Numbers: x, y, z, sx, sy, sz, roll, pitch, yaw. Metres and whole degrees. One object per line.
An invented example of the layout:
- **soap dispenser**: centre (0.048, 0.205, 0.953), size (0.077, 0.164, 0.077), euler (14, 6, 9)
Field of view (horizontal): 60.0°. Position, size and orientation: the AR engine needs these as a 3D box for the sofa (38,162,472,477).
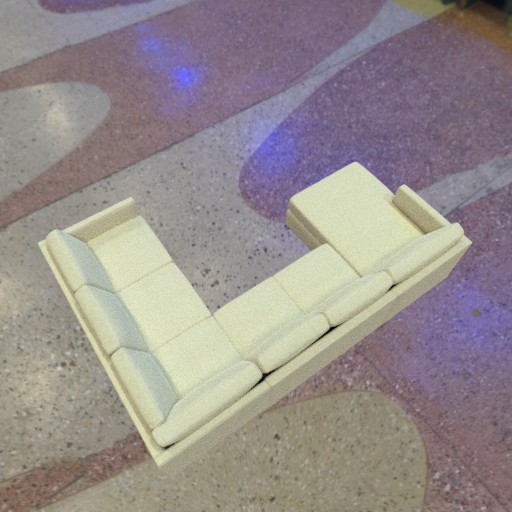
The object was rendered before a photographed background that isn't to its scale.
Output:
- **sofa**: centre (0.000, 0.000, 4.474), size (3.464, 0.882, 2.448), euler (-31, 63, -18)
